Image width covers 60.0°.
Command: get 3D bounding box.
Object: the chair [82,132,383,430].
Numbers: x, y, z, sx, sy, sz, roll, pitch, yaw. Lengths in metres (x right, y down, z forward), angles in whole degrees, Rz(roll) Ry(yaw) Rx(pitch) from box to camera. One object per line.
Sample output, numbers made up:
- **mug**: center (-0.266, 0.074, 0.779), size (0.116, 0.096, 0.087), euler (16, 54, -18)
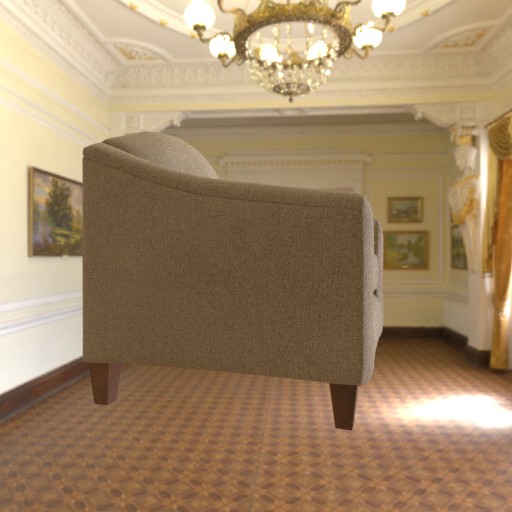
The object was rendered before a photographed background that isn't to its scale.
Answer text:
- **chair**: center (0.000, 0.000, 1.460), size (0.787, 0.839, 0.763), euler (0, 0, 18)
